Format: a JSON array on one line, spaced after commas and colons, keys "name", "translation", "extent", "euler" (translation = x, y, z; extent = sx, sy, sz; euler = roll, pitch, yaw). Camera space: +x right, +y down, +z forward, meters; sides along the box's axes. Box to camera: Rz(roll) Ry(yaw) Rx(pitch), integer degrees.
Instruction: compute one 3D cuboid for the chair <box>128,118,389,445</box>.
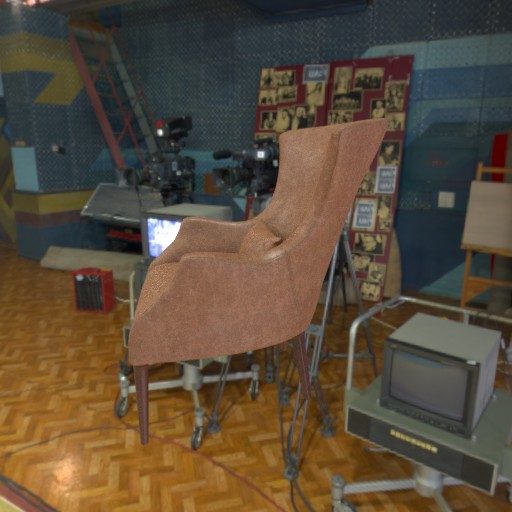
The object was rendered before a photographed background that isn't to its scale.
[{"name": "chair", "translation": [0.000, 0.000, 1.796], "extent": [0.955, 1.067, 0.846], "euler": [-2, 14, -8]}]
